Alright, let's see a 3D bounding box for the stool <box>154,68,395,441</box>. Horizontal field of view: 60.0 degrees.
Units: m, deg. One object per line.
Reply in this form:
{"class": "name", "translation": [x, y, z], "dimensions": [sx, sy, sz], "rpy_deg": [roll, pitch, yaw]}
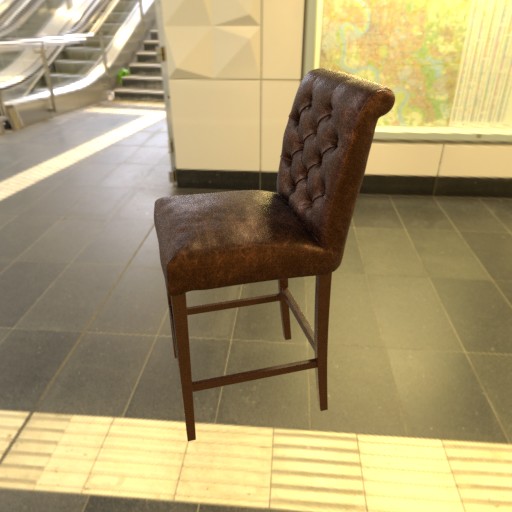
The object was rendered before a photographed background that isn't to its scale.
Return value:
{"class": "stool", "translation": [0.000, 0.000, 1.552], "dimensions": [0.659, 1.168, 0.483], "rpy_deg": [-7, 30, -13]}
